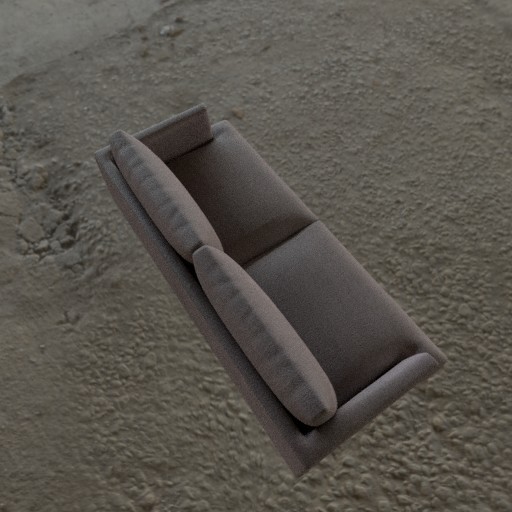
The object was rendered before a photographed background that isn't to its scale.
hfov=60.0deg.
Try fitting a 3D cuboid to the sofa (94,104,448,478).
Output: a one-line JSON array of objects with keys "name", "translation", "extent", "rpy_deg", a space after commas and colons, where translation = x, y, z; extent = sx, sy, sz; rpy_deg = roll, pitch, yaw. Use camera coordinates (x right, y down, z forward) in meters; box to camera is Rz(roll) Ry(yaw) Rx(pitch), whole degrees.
[{"name": "sofa", "translation": [0.000, 0.000, 2.703], "extent": [1.020, 0.868, 2.250], "rpy_deg": [-31, 64, -17]}]
